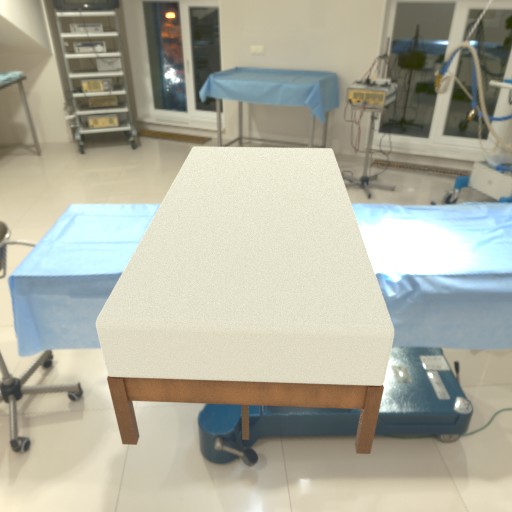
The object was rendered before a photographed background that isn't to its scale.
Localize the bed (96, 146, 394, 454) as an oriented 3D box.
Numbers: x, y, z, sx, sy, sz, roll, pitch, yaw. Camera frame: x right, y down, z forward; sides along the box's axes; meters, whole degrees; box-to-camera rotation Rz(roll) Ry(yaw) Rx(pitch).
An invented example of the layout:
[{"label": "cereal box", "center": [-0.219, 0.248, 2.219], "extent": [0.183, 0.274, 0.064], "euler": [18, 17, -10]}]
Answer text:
[{"label": "bed", "center": [0.000, 0.000, 2.363], "extent": [0.961, 0.616, 1.902], "euler": [1, 31, 2]}]
